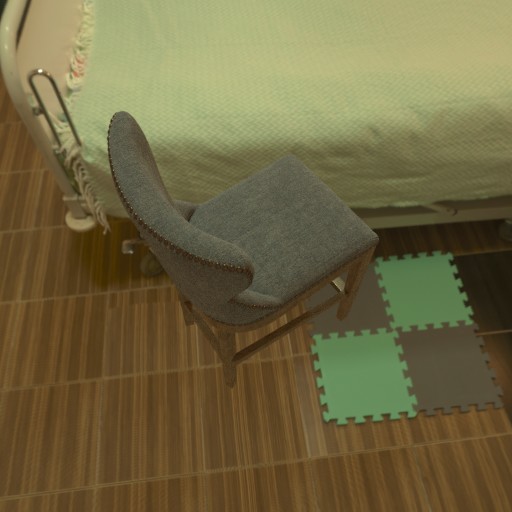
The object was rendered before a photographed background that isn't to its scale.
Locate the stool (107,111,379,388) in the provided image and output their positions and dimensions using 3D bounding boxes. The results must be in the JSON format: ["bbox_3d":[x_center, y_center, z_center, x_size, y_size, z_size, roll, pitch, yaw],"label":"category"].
[{"bbox_3d":[0.000,0.000,1.339,0.608,0.981,0.498,-32,64,-18],"label":"stool"}]
